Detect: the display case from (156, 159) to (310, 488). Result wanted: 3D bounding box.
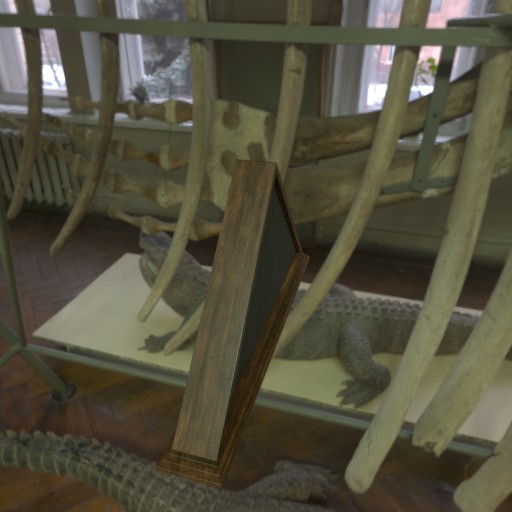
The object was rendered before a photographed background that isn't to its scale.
[{"bbox_3d":[0.000,0.000,0.776,0.095,0.340,0.640,8,30,14],"label":"display case"}]
